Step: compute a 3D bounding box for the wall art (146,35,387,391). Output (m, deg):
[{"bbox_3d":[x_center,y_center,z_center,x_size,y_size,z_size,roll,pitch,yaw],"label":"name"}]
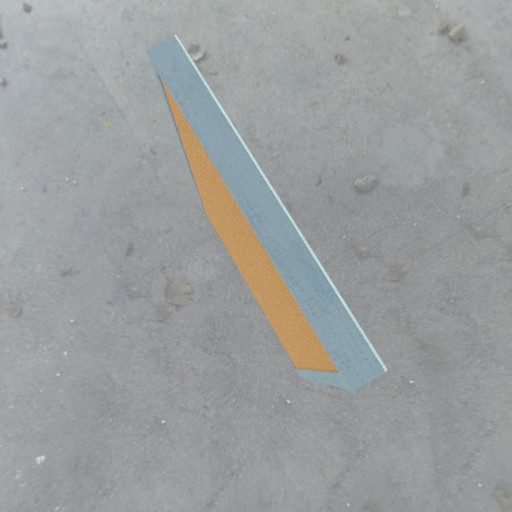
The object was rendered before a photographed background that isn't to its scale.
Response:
[{"bbox_3d":[0.000,0.000,0.685,0.037,0.509,0.409,-29,78,-7],"label":"wall art"}]
